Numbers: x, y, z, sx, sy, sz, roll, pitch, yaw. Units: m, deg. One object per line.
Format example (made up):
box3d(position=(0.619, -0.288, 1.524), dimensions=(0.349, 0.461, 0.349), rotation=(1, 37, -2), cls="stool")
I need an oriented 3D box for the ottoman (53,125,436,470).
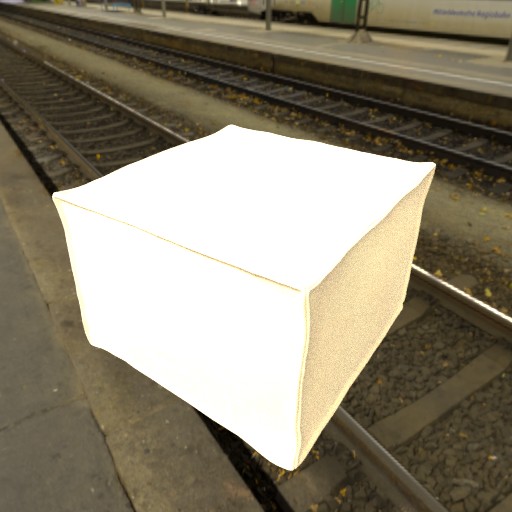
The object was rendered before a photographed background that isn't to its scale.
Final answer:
box3d(position=(0.000, 0.000, 1.169), dimensions=(0.696, 0.470, 0.707), rotation=(20, 37, 29), cls="ottoman")
